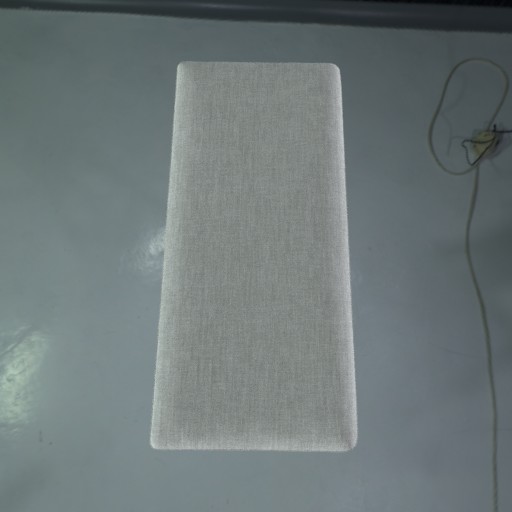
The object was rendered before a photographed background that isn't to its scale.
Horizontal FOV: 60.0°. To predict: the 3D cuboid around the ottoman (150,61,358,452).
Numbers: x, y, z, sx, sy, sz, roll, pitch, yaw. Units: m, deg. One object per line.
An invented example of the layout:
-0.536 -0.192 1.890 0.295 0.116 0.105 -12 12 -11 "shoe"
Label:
0.000 0.000 1.142 0.419 0.432 0.902 1 74 0 "ottoman"
